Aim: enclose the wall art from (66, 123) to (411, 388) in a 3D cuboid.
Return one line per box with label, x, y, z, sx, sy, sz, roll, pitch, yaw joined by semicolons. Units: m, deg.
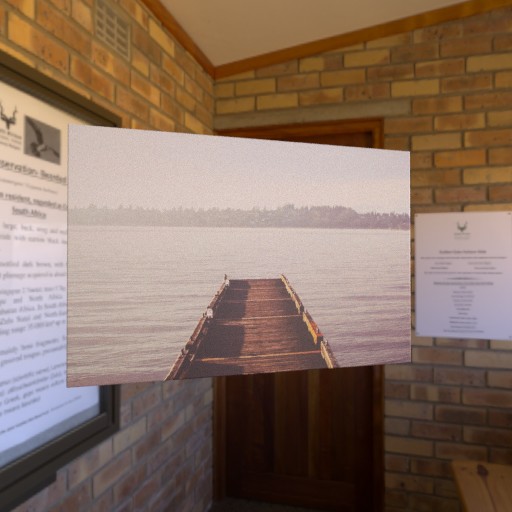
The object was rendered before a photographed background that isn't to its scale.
wall art;0.000;0.000;1.165;0.916;0.609;0.037;0;-1;-16
